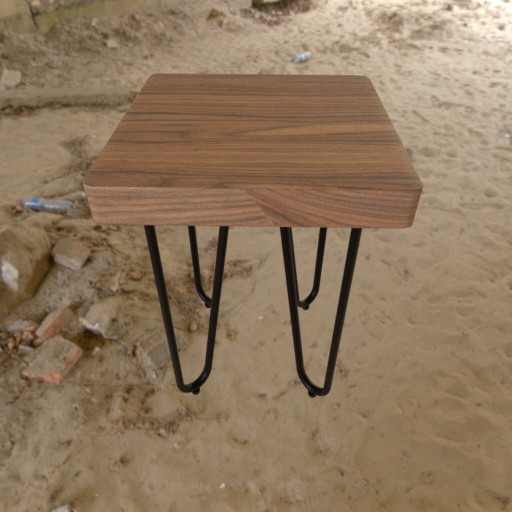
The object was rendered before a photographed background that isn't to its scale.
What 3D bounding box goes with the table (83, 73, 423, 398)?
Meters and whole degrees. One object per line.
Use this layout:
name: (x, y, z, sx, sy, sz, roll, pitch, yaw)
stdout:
table: (0.000, 0.000, 0.996, 0.480, 0.641, 0.479, 1, 40, 1)
